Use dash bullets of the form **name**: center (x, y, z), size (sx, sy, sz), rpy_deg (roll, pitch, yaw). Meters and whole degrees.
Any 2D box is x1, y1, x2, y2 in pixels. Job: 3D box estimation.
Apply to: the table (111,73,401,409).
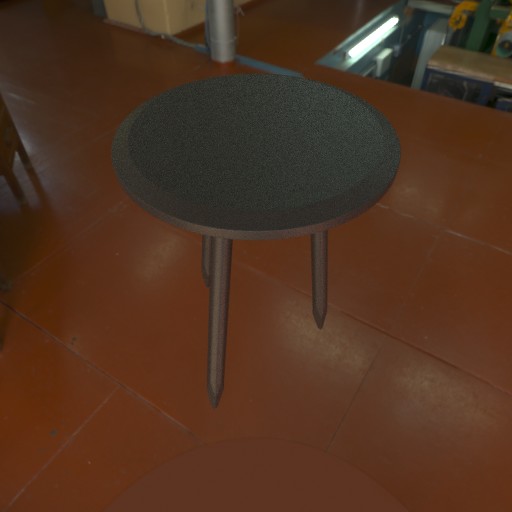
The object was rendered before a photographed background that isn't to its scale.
- **table**: center (0.000, 0.000, 0.920), size (0.457, 0.585, 0.457), rpy_deg (0, 46, 0)
